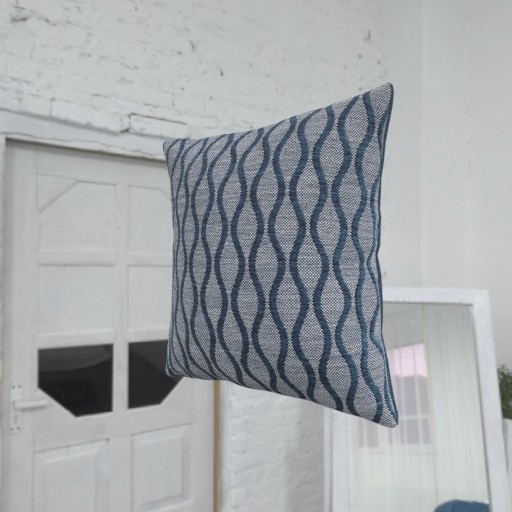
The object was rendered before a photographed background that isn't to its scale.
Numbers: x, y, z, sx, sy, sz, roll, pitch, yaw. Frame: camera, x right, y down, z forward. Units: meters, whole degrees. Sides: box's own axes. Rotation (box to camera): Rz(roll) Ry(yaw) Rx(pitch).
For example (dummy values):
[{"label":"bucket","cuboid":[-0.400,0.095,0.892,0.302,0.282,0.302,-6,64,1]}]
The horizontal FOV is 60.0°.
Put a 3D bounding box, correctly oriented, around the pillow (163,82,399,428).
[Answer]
[{"label":"pillow","cuboid":[0.000,0.000,0.680,0.435,0.435,0.159,0,-1,37]}]
